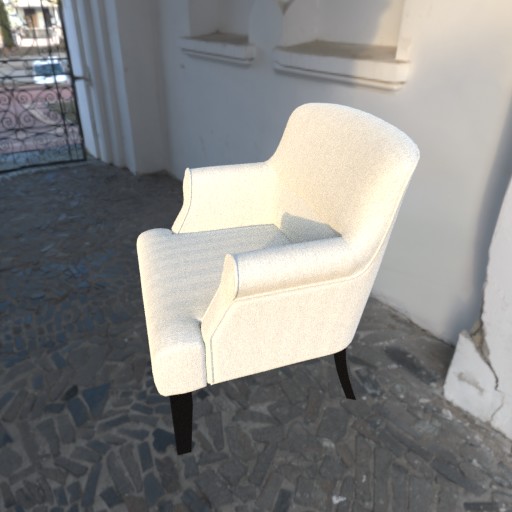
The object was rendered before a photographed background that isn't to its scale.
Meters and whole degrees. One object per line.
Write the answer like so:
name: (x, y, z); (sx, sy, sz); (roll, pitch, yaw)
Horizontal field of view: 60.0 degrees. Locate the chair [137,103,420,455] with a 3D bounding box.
chair: (0.000, 0.000, 1.459); (0.750, 0.875, 0.781); (-8, 30, -14)
